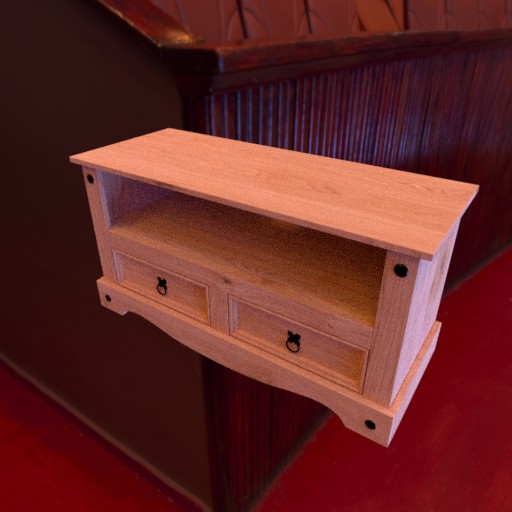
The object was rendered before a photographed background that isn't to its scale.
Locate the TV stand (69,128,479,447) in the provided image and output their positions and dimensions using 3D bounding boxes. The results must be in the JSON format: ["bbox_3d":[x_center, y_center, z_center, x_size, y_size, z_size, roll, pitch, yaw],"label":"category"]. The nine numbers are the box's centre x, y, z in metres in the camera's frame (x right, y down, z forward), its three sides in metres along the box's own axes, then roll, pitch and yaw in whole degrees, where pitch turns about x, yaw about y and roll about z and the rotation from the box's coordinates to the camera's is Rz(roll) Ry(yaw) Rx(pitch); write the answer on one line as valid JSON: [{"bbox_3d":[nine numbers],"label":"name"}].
[{"bbox_3d":[0.000,0.000,1.370,1.080,0.550,0.440,18,34,29],"label":"TV stand"}]
